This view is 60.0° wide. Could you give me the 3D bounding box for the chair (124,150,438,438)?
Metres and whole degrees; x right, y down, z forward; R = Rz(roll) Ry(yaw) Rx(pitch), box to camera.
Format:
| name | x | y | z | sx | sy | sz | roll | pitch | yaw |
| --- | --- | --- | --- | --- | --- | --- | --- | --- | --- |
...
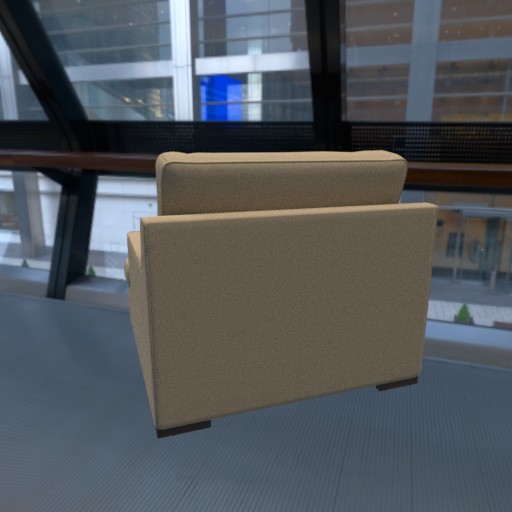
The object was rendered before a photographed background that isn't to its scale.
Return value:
| name | x | y | z | sx | sy | sz | roll | pitch | yaw |
| --- | --- | --- | --- | --- | --- | --- | --- | --- | --- |
| chair | 0.000 | 0.000 | 2.159 | 1.293 | 1.005 | 1.274 | -7 | 16 | -26 |
